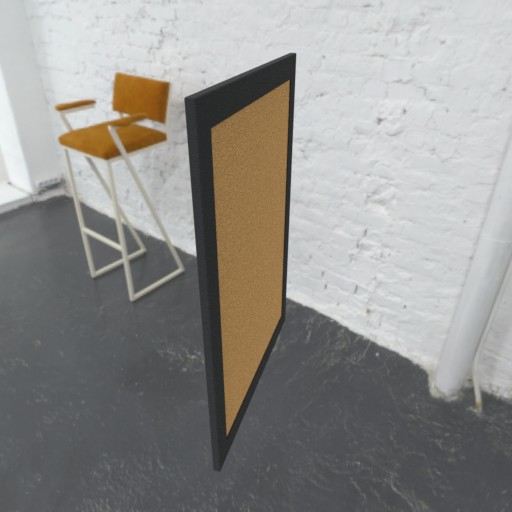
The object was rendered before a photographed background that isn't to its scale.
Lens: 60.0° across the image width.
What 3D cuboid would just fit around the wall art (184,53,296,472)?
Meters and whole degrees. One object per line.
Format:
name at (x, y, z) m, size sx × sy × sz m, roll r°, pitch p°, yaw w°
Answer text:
wall art at (0.000, 0.000, 0.674) m, size 0.012 × 0.529 × 0.374 m, roll 9°, pitch 32°, yaw 15°
